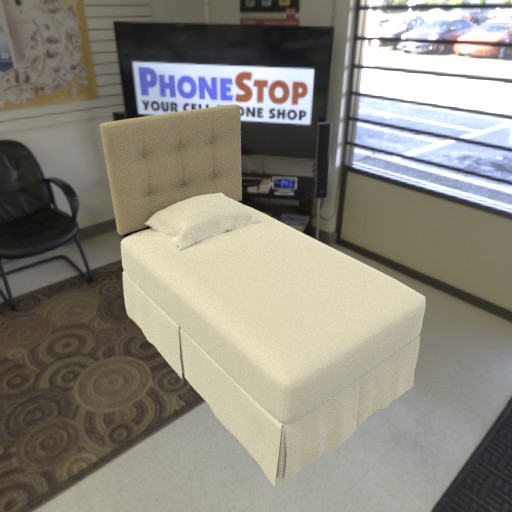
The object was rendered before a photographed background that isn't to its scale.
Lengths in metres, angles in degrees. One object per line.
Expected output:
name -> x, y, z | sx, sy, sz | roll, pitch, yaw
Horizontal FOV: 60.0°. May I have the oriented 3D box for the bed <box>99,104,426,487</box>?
bed -> 0.000, 0.000, 2.976 | 1.261, 1.571, 1.997 | -21, 35, -33
